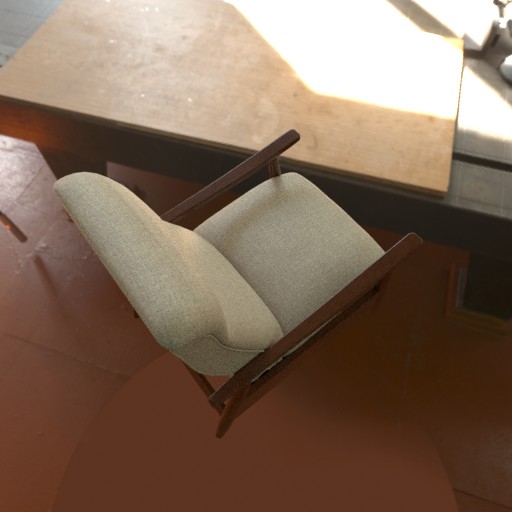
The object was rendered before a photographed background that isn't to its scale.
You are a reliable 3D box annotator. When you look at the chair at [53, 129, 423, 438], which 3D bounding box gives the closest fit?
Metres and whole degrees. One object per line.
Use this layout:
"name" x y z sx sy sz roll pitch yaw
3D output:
"chair" 0.000 0.000 1.729 1.014 1.082 0.762 -34 65 -18
